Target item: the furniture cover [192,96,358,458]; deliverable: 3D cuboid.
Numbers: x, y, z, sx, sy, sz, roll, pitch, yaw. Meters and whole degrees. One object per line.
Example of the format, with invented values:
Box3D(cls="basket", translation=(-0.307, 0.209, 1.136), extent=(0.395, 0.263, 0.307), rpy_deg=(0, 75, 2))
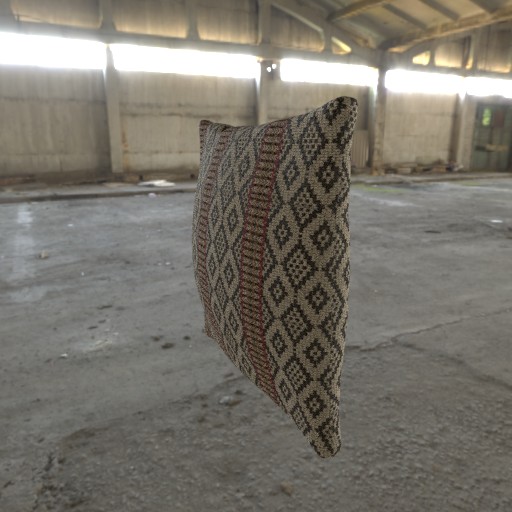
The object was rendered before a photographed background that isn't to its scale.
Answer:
Box3D(cls="furniture cover", translation=(0.000, 0.000, 0.808), extent=(0.182, 0.506, 0.503), rpy_deg=(-7, 16, -26))
